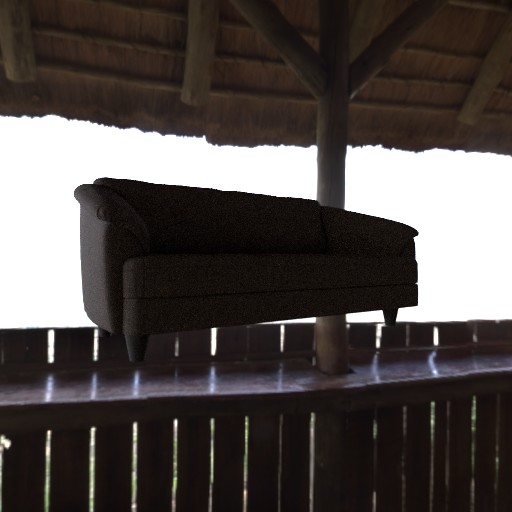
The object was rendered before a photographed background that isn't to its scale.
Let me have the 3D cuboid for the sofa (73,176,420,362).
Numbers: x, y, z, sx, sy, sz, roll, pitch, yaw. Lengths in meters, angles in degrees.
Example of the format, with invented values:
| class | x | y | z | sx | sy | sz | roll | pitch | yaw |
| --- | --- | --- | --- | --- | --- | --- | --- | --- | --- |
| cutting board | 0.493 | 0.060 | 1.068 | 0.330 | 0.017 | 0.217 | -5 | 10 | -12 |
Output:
| class | x | y | z | sx | sy | sz | roll | pitch | yaw |
| --- | --- | --- | --- | --- | --- | --- | --- | --- | --- |
| sofa | 0.000 | 0.000 | 2.327 | 1.849 | 0.790 | 0.887 | 0 | 0 | -36 |
